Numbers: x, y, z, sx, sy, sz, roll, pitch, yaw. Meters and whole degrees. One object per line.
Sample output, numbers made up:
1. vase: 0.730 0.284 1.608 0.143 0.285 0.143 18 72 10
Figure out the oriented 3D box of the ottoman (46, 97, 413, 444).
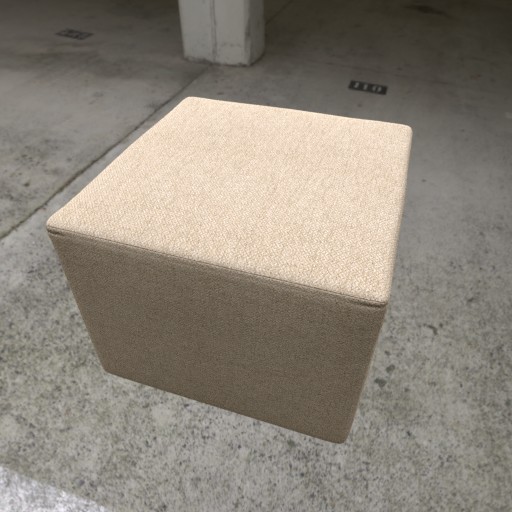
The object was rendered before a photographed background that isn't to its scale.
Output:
1. ottoman: 0.000 0.000 0.888 0.508 0.432 0.508 12 43 14
